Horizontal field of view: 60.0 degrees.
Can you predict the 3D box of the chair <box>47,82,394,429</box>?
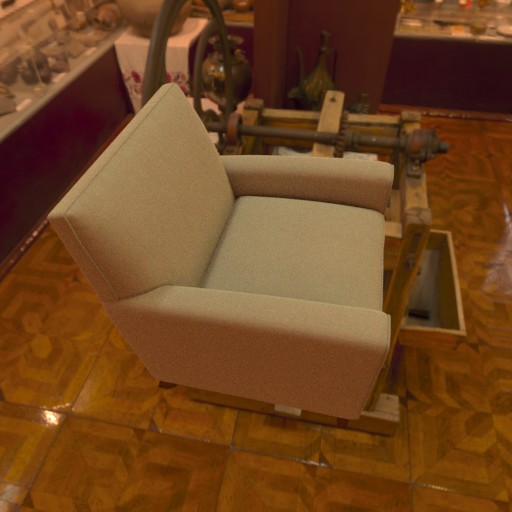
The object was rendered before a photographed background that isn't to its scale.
[{"bbox_3d":[0.000,0.000,1.554,0.871,0.846,0.840,9,46,9],"label":"chair"}]
